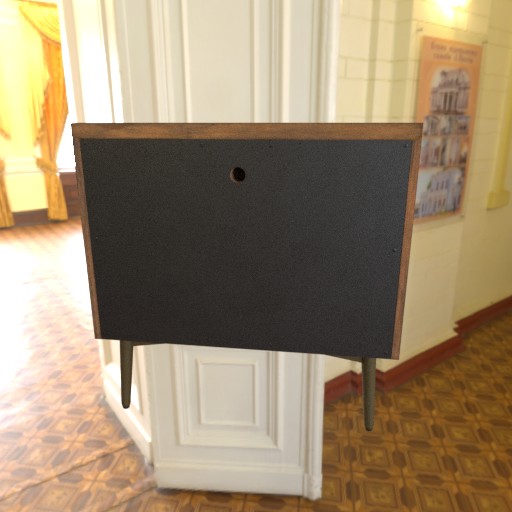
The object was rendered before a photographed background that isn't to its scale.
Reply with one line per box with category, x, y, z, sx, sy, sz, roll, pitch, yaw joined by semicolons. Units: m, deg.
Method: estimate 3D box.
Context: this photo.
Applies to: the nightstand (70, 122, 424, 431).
nightstand;0.000;0.000;1.059;0.610;0.610;0.458;2;17;8
